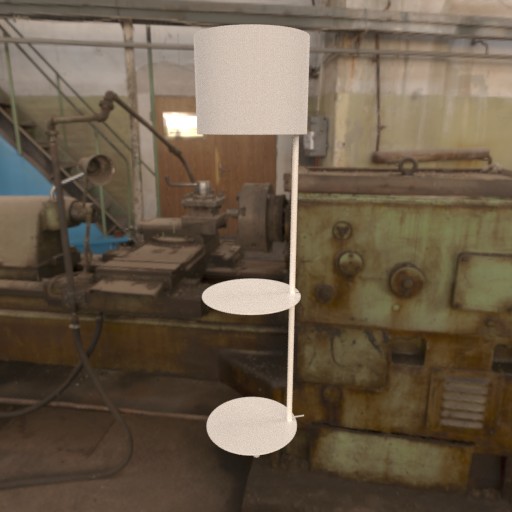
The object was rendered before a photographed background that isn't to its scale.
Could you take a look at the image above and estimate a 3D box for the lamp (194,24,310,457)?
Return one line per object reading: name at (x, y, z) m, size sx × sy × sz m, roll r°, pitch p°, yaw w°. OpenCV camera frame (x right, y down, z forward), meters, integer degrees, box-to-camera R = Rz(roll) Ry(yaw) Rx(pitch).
lamp at (0.000, 0.000, 1.631) m, size 0.405 × 1.465 × 0.372 m, roll -2°, pitch 16°, yaw -7°
